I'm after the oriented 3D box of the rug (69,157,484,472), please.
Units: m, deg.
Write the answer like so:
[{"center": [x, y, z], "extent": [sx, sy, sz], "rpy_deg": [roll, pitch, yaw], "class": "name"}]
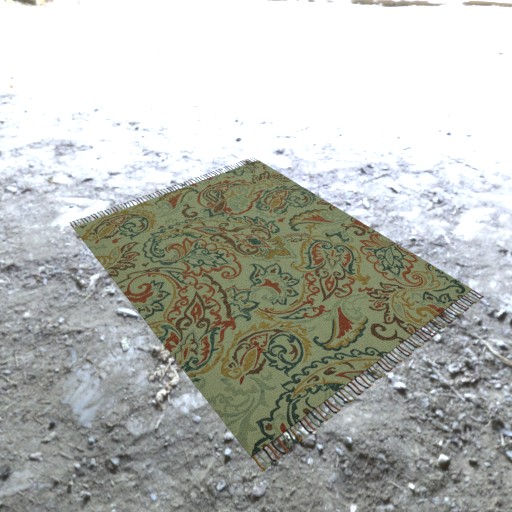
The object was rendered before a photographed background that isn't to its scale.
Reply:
[{"center": [0.000, 0.000, 4.237], "extent": [2.439, 0.015, 3.274], "rpy_deg": [-26, 46, -28], "class": "rug"}]
